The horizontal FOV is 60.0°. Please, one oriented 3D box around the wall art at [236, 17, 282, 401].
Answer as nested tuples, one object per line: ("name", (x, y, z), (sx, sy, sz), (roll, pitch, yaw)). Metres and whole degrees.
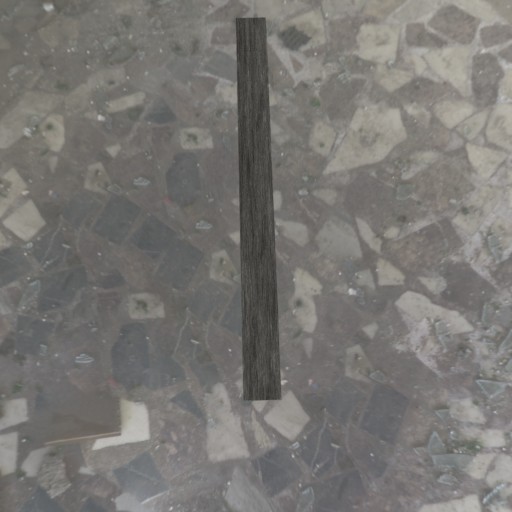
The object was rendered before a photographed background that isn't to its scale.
("wall art", (0.000, 0.000, 1.320), (0.063, 1.016, 0.762), (-2, 75, 0))
